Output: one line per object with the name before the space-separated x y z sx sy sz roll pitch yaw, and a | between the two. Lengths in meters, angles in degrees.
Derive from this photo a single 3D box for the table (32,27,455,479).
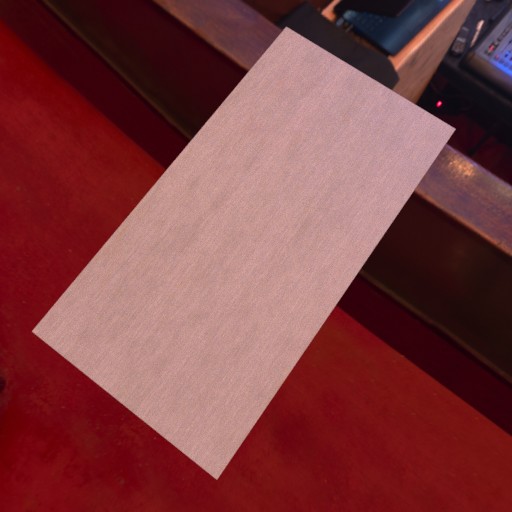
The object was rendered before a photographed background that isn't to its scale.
table | 0.000 0.000 1.902 0.729 0.874 1.397 35 79 8
